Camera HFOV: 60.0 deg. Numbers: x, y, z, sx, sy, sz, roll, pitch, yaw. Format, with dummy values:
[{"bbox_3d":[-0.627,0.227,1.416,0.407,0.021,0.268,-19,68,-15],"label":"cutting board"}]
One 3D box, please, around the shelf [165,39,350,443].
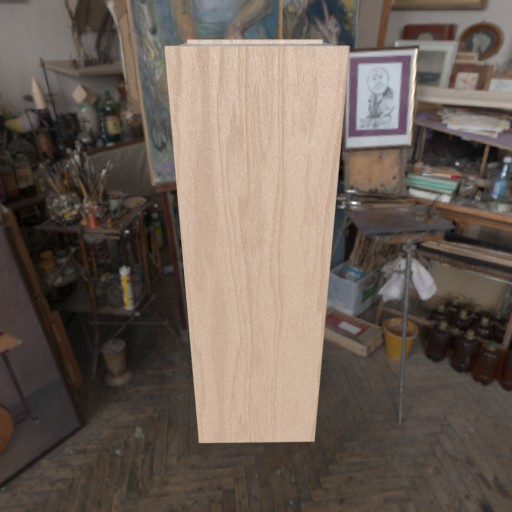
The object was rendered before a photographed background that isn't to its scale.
[{"bbox_3d":[0.000,0.000,1.035,0.290,0.900,0.300,0,28,-1],"label":"shelf"}]
